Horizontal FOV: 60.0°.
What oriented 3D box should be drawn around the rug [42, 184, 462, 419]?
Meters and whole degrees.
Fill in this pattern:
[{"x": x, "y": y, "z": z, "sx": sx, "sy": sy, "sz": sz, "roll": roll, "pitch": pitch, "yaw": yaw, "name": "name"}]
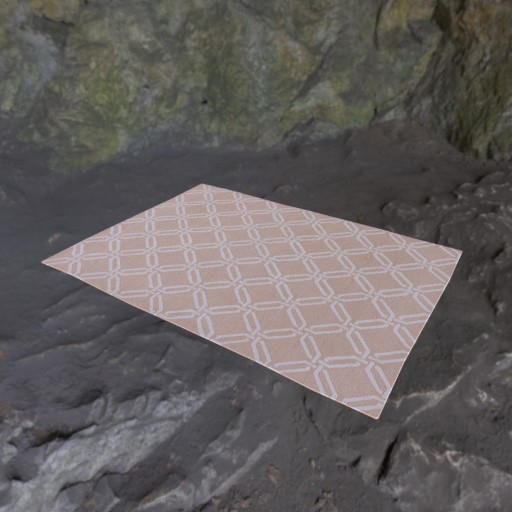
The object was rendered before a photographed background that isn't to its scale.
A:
[{"x": 0.000, "y": 0.000, "z": 4.336, "sx": 3.365, "sy": 0.020, "sz": 2.452, "roll": 18, "pitch": 35, "yaw": 28, "name": "rug"}]
